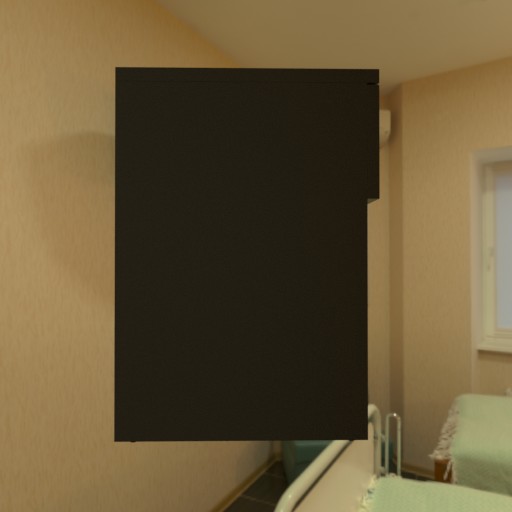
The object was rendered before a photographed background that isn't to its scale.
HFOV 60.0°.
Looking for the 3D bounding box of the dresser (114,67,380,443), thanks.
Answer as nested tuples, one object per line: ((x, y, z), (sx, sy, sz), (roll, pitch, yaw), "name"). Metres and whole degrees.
((0.000, 0.000, 0.756), (0.360, 0.470, 0.400), (0, -1, -1), "dresser")
